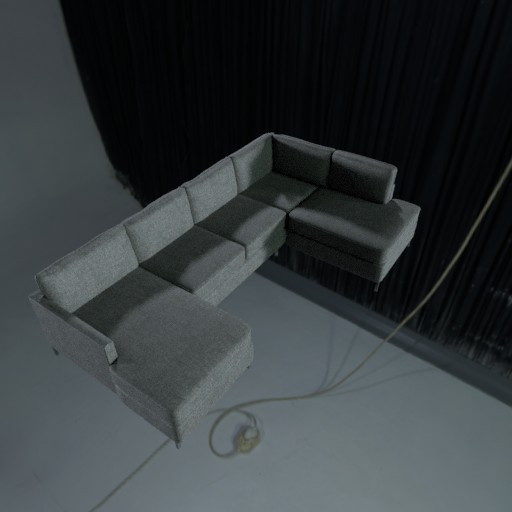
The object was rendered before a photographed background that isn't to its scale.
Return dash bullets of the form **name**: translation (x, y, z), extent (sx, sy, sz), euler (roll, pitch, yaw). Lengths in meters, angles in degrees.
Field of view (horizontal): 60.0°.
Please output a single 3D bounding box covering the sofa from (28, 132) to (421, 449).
- **sofa**: translation (0.000, 0.000, 4.240), extent (2.048, 0.999, 3.423), euler (24, 45, 26)
